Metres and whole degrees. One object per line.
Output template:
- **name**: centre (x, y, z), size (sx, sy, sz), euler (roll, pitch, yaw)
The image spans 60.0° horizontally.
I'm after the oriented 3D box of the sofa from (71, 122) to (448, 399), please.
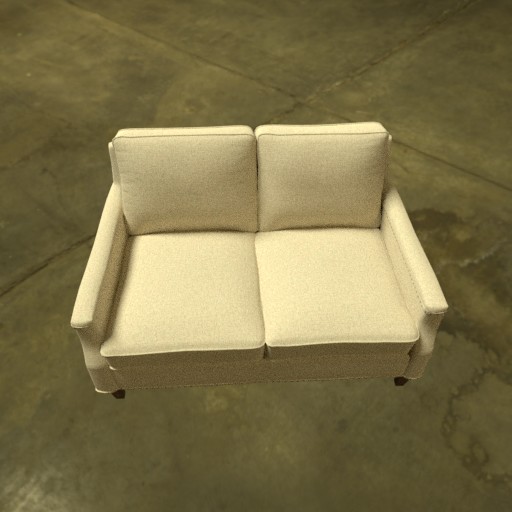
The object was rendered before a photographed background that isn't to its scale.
- **sofa**: centre (0.000, 0.000, 2.250), size (1.597, 1.003, 1.084), euler (-2, 47, -2)
